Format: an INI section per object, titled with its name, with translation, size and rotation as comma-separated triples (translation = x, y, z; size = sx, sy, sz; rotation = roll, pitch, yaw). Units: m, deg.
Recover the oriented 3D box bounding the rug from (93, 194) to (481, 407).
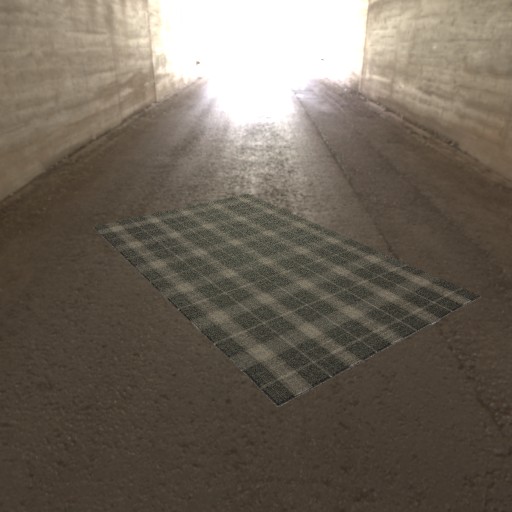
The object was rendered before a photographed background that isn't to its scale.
[rug]
translation = 0.000, 0.000, 3.090
size = 1.520, 0.015, 2.434
rotation = -17, 30, -32
